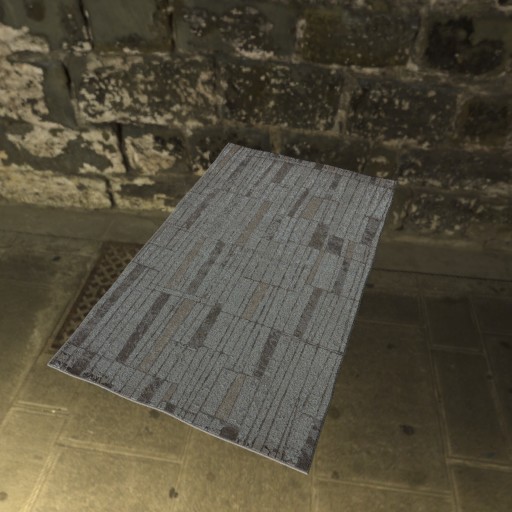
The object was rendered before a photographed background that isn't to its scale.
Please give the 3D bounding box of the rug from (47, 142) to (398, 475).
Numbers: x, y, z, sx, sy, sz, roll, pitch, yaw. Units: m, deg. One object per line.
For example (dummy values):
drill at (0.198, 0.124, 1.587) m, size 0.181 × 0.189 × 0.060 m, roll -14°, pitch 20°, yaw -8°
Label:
rug at (0.000, 0.000, 3.053) m, size 1.531 × 0.023 × 2.444 m, roll 16°, pitch 49°, yaw 15°
